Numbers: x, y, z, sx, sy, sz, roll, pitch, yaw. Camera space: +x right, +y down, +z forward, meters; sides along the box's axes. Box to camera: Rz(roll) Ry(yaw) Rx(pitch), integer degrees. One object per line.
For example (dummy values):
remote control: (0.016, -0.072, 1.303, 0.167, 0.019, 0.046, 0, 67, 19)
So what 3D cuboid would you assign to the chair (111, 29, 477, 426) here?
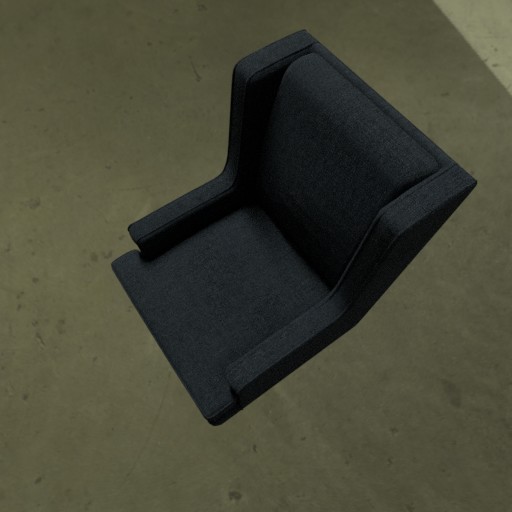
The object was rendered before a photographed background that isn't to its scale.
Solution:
chair: (0.000, 0.000, 1.670, 0.947, 1.072, 0.764, -32, 68, -15)
